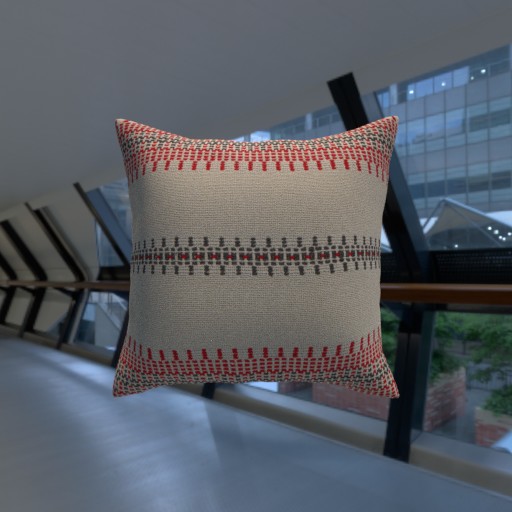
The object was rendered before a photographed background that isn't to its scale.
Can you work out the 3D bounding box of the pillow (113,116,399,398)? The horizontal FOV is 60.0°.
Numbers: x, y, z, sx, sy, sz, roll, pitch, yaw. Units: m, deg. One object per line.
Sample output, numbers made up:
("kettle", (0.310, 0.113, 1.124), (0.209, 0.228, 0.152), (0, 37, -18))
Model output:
("pillow", (0.000, 0.000, 0.712), (0.463, 0.454, 0.160), (0, -2, 1))
